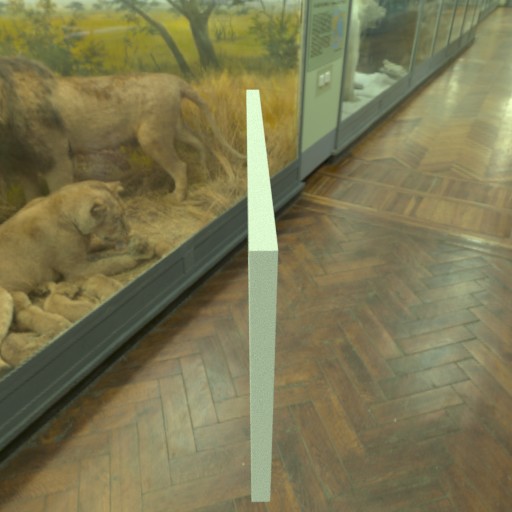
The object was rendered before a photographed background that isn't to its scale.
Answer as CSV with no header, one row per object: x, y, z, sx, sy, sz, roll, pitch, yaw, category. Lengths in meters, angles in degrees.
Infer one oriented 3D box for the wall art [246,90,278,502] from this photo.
0.000,0.000,1.127,0.038,0.609,0.914,-1,33,-1,wall art
